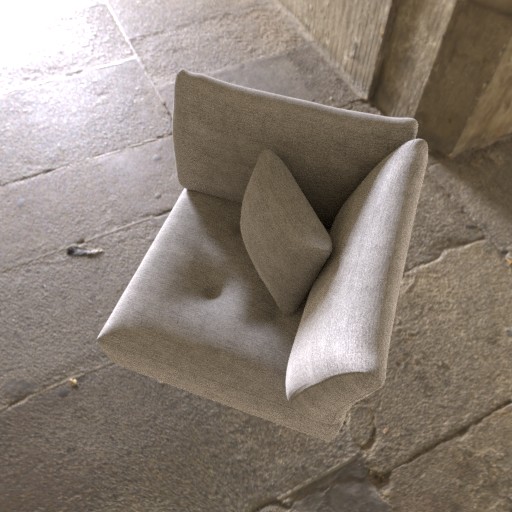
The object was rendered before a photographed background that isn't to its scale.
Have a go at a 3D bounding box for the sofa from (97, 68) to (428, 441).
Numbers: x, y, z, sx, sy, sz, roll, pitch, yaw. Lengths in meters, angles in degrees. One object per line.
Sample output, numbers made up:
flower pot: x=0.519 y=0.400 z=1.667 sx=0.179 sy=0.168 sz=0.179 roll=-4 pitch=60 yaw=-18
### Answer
sofa: x=0.000 y=0.000 z=1.722 sx=1.000 sy=0.820 sz=1.000 roll=16 pitch=59 yaw=10
